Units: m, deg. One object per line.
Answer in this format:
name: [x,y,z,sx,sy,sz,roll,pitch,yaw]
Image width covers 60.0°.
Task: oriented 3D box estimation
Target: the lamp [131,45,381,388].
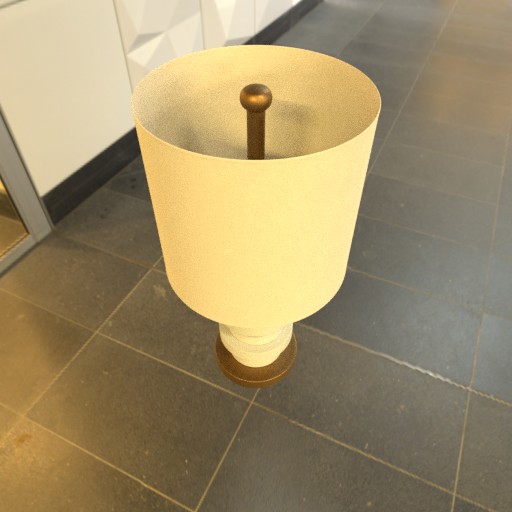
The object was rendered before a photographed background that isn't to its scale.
lamp: [0.000,0.000,0.521,0.210,0.410,0.210,4,46,4]
